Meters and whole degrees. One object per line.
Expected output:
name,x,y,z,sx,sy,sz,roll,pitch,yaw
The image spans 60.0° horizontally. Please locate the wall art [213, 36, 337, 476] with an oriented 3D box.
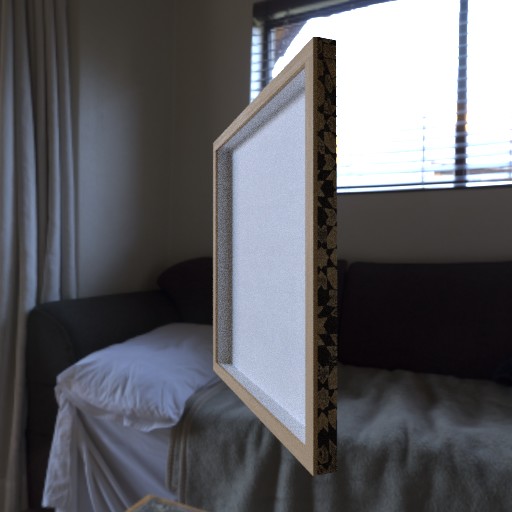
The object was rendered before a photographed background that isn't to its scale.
wall art,0.000,0.000,0.909,0.038,0.612,0.612,0,0,-19
